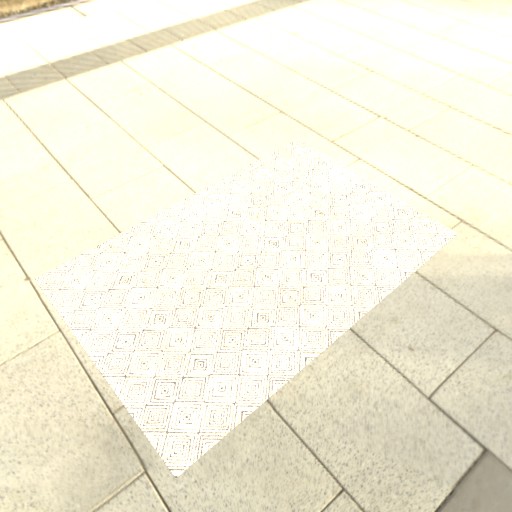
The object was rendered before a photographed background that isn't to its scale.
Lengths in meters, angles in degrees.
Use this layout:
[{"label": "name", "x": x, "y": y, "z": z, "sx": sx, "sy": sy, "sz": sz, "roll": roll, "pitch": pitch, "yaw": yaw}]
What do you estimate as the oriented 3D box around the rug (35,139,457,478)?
[{"label": "rug", "x": 0.000, "y": 0.000, "z": 2.217, "sx": 1.783, "sy": 0.008, "sz": 1.175, "roll": -33, "pitch": 56, "yaw": -26}]
